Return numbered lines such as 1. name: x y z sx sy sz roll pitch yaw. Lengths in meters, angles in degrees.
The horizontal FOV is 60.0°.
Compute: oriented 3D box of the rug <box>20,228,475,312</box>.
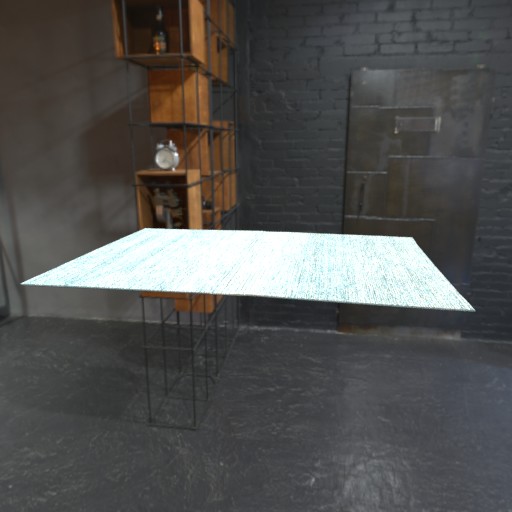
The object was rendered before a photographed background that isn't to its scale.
1. rug: 0.000 0.000 2.921 2.260 0.026 1.611 2 14 10
